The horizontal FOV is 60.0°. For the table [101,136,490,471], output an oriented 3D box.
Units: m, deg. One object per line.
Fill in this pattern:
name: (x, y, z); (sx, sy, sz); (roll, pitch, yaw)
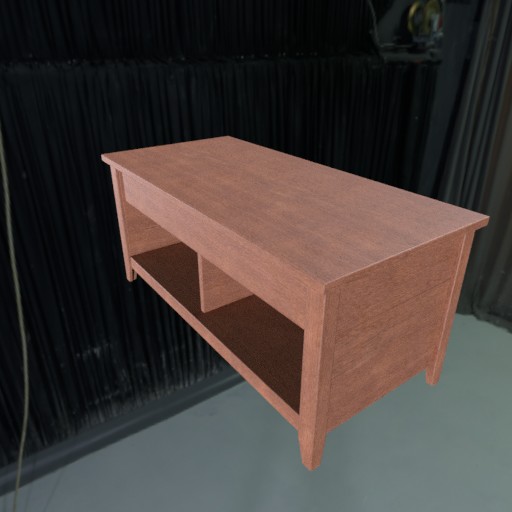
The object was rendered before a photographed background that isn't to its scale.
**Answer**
table: (0.000, 0.000, 1.278); (0.483, 0.457, 1.016); (-18, 32, -32)
